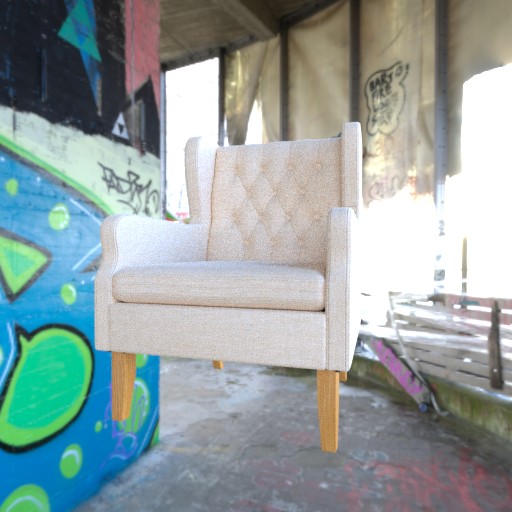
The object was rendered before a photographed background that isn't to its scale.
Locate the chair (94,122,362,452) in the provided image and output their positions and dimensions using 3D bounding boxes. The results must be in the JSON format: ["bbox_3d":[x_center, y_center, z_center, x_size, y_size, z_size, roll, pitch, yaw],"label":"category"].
[{"bbox_3d":[0.000,0.000,1.485,0.710,0.930,0.760,0,1,19],"label":"chair"}]
